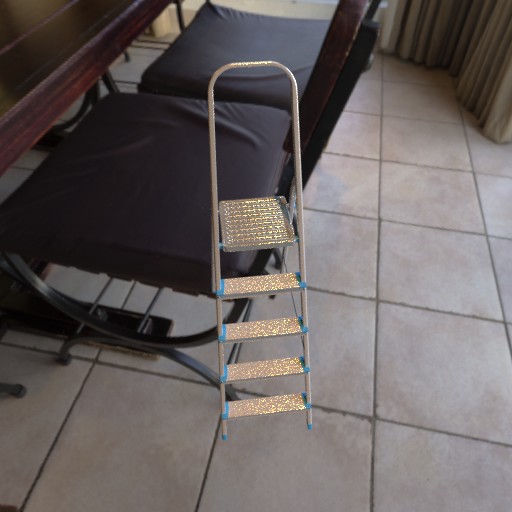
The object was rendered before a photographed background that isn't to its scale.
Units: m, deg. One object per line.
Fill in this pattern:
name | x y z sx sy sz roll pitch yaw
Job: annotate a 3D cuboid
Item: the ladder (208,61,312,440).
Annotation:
ladder | 0.000 0.000 1.999 0.468 1.648 0.990 -5 48 -5
